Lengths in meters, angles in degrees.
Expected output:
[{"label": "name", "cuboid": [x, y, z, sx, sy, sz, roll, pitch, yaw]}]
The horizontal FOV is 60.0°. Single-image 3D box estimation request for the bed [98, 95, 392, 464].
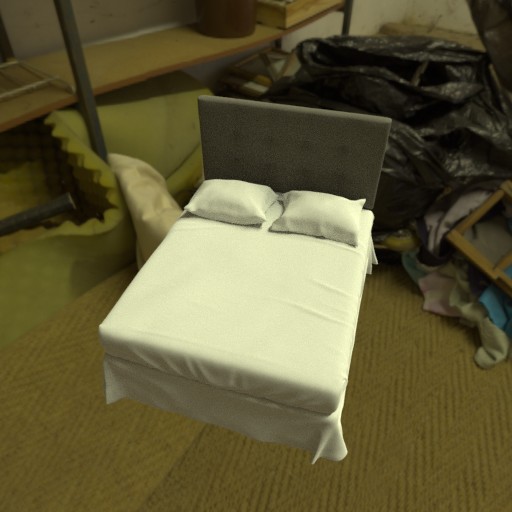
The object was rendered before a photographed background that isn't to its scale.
[{"label": "bed", "cuboid": [0.000, 0.000, 3.439, 1.936, 1.577, 2.222, 11, 43, 12]}]
